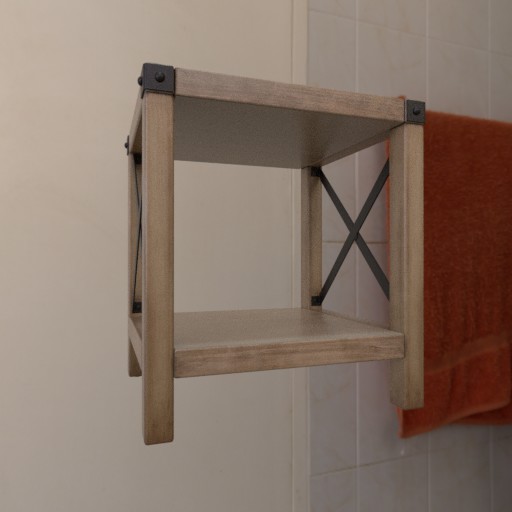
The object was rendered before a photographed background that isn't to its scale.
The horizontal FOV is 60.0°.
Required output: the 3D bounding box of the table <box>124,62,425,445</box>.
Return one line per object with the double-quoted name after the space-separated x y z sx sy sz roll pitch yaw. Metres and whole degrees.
0.000 0.000 0.927 0.510 0.561 0.459 0 0 -19 "table"
